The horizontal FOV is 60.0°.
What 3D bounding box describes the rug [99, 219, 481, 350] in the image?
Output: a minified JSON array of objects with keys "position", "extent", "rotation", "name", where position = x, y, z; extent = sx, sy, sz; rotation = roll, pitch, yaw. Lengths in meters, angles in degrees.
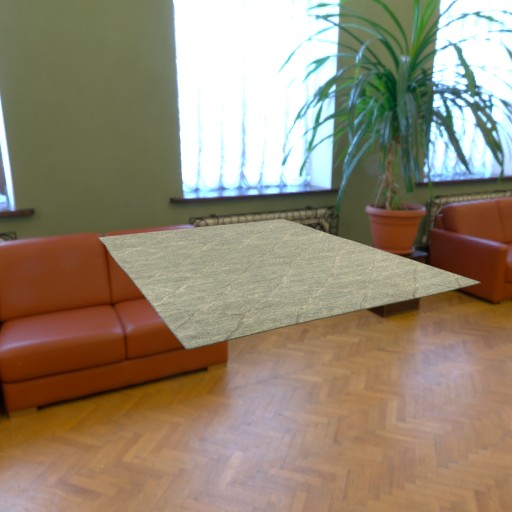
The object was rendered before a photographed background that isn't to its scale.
[{"position":[0.000,0.000,4.228],"extent":[2.438,0.013,3.048],"rotation":[-8,17,-26],"name":"rug"}]
